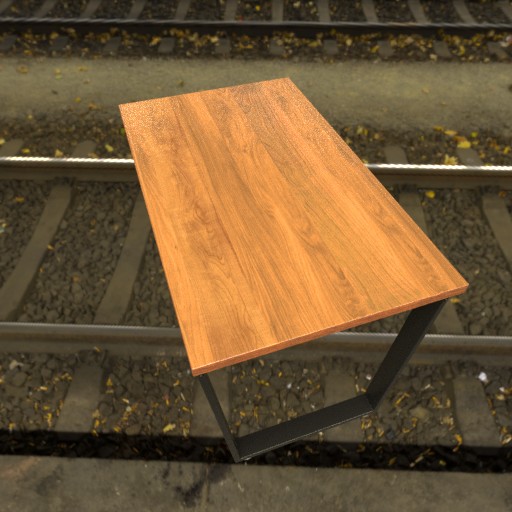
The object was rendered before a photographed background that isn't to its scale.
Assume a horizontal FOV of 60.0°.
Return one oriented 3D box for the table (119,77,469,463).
[{"bbox_3d":[0.000,0.000,1.697,0.714,0.760,1.205,-14,49,-13],"label":"table"}]
